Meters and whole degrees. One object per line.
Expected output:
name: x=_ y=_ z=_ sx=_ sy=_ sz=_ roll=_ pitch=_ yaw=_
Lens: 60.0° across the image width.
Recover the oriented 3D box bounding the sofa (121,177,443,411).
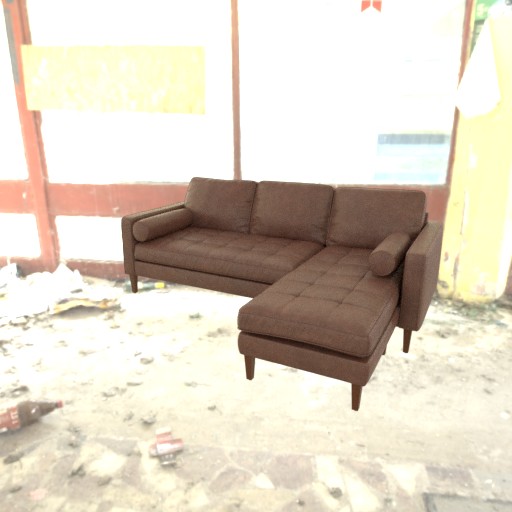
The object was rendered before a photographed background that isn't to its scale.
sofa: x=0.000 y=0.000 z=2.966 sx=2.185 sy=0.841 sz=1.613 roll=8 pitch=19 yaw=26
